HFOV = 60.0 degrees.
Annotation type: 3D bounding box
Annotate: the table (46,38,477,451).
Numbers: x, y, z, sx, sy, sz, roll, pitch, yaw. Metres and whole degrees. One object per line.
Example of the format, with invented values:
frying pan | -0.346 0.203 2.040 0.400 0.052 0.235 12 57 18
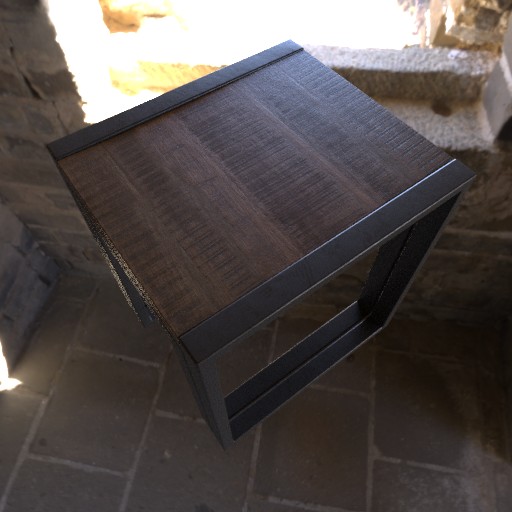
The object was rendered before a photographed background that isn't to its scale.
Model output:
table | 0.000 0.000 0.913 0.500 0.550 0.449 -32 62 -19
